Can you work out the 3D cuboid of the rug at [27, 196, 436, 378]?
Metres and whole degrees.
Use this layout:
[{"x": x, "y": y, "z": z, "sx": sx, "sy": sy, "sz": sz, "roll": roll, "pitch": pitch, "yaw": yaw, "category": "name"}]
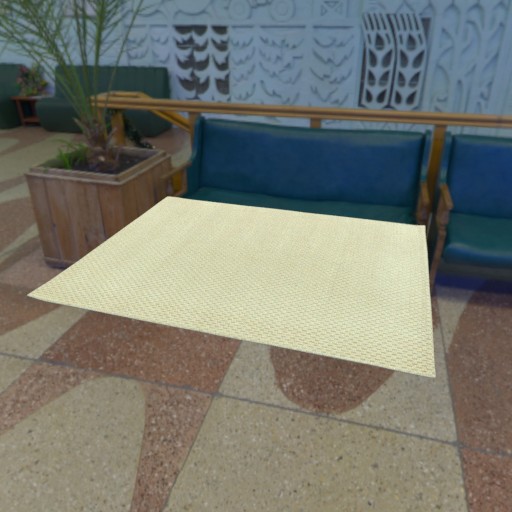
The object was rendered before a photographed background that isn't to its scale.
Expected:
[{"x": 0.000, "y": 0.000, "z": 3.907, "sx": 2.897, "sy": 0.035, "sz": 2.277, "roll": 8, "pitch": 29, "yaw": 15, "category": "rug"}]
